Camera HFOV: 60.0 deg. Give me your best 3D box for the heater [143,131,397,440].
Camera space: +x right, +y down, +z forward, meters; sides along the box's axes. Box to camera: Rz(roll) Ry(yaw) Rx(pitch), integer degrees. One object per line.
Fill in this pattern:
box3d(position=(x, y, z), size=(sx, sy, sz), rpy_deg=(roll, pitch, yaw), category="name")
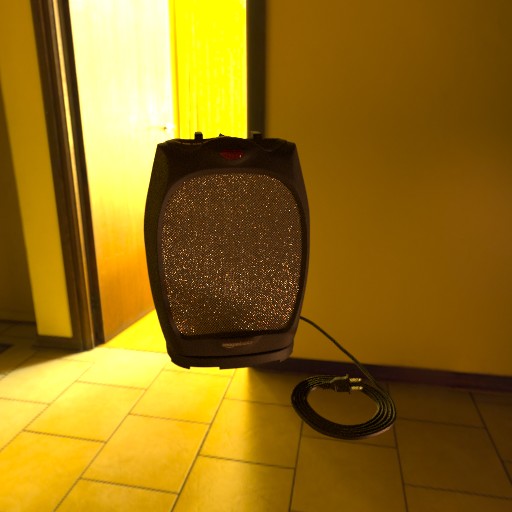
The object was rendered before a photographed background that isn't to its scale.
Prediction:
box3d(position=(0.000, 0.000, 0.472), size=(0.239, 0.255, 0.291), rpy_deg=(-3, 16, -9), category="heater")
